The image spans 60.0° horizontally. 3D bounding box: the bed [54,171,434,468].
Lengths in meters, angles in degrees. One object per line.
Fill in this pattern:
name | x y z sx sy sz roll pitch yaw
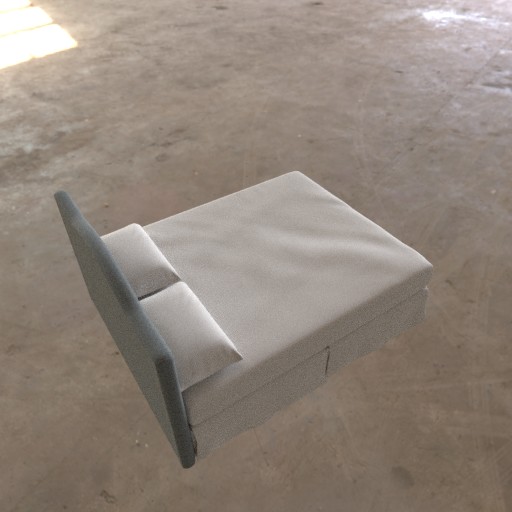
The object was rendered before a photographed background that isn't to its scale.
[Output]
bed | 0.000 0.000 4.016 2.689 1.457 2.161 -24 47 -25
